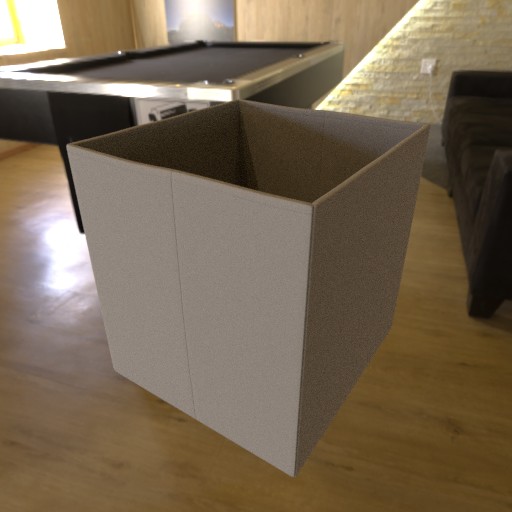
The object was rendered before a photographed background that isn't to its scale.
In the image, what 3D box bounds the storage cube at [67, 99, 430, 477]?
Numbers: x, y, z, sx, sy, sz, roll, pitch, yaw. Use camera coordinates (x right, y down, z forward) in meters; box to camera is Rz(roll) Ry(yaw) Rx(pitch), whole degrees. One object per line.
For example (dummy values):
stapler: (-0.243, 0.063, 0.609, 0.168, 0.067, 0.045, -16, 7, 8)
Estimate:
storage cube: (0.000, 0.000, 0.505, 0.270, 0.280, 0.270, 18, 35, 29)
